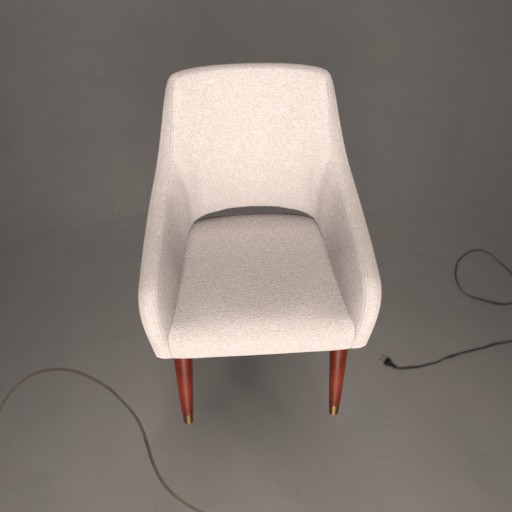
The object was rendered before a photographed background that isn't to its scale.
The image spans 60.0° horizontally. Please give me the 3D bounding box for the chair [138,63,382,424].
[{"bbox_3d":[0.000,0.000,1.306,0.609,0.889,0.600,-3,46,-3],"label":"chair"}]
